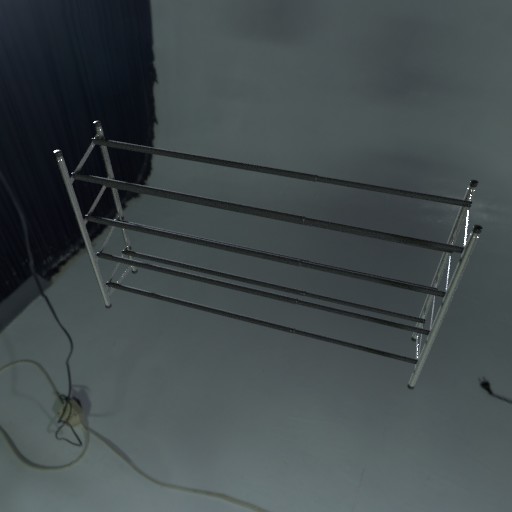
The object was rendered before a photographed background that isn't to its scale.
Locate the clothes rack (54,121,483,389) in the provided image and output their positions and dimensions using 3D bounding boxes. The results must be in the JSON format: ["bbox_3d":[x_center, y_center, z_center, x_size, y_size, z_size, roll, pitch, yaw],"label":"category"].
[{"bbox_3d":[0.000,0.000,1.450,1.168,0.672,0.229,12,43,13],"label":"clothes rack"}]
